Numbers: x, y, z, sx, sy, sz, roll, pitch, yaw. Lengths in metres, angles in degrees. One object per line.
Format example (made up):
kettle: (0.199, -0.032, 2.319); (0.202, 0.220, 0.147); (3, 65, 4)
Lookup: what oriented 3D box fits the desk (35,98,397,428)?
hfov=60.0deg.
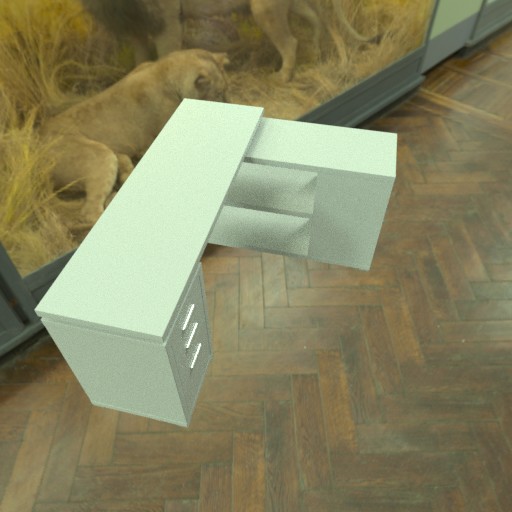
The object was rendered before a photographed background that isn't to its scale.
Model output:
desk: (0.000, 0.000, 2.202); (1.200, 0.753, 1.524); (10, 48, 9)
